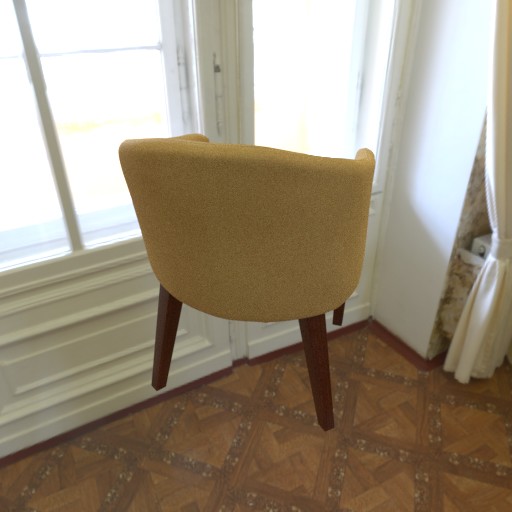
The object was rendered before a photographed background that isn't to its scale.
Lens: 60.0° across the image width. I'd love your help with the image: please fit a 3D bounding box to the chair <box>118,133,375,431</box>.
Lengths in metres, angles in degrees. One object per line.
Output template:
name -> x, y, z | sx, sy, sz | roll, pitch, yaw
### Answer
chair -> 0.000, 0.000, 1.239 | 0.583, 0.811, 0.655 | 9, 32, 14
